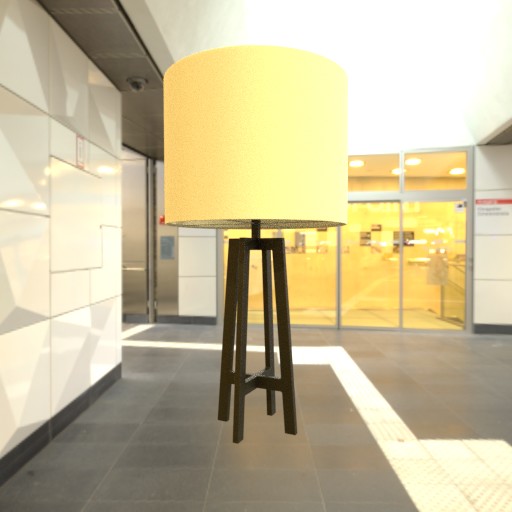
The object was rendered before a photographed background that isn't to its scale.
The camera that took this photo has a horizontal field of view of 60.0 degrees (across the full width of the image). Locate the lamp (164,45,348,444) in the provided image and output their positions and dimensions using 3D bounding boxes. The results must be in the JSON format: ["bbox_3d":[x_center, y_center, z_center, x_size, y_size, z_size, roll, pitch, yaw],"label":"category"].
[{"bbox_3d":[0.000,0.000,0.633,0.257,0.489,0.257,0,1,-19],"label":"lamp"}]
